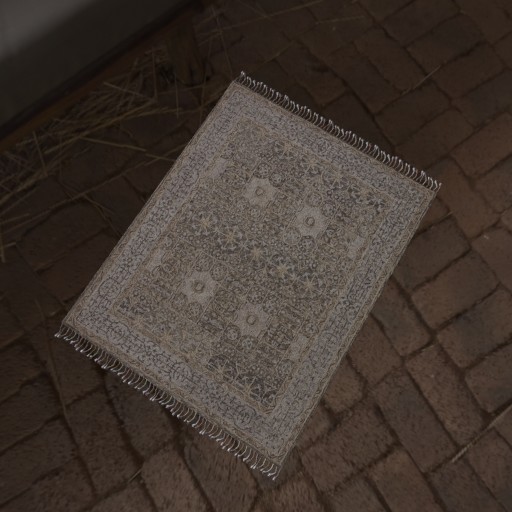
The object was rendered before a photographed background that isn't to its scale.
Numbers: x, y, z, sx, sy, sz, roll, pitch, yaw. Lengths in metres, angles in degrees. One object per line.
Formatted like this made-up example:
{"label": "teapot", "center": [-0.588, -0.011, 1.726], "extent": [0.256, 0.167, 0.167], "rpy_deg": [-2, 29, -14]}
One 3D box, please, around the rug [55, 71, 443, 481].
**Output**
{"label": "rug", "center": [0.000, 0.000, 4.313], "extent": [2.431, 0.017, 3.291], "rpy_deg": [31, 79, 7]}
